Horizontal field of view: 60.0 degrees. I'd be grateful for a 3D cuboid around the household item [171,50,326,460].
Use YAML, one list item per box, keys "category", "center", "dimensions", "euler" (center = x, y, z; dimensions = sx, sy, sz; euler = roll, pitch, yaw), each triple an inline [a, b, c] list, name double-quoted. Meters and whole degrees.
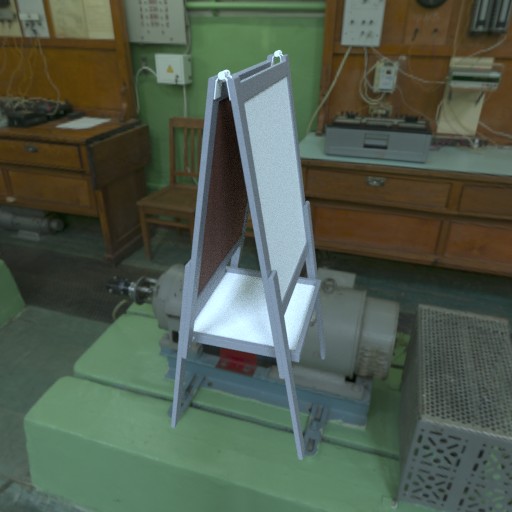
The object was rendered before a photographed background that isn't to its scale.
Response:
- category: "household item"
  center: [0.000, 0.000, 1.435]
  dimensions: [0.469, 1.172, 0.531]
  euler: [8, 31, 14]
